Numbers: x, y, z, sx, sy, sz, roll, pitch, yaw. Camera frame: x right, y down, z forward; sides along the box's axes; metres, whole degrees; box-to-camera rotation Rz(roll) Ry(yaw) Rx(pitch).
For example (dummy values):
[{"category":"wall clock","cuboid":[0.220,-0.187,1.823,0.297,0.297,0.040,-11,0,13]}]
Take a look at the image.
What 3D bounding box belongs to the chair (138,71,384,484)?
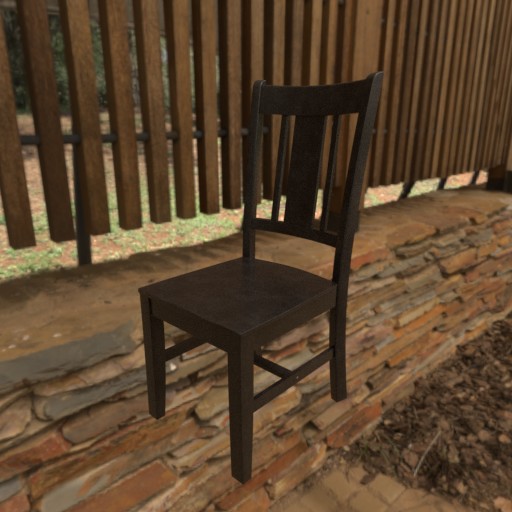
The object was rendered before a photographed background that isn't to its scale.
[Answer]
[{"category":"chair","cuboid":[0.000,0.000,1.285,0.450,0.998,0.555,16,23,40]}]
